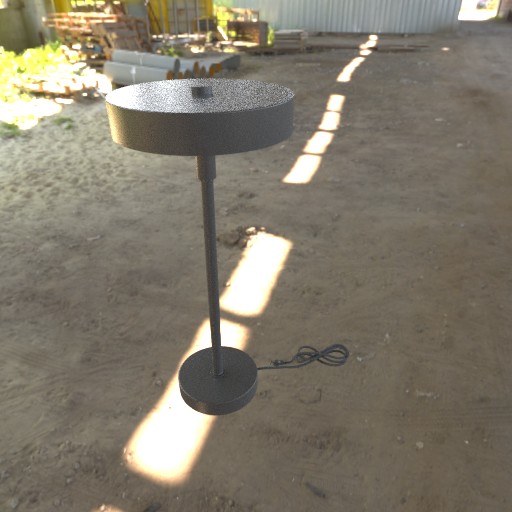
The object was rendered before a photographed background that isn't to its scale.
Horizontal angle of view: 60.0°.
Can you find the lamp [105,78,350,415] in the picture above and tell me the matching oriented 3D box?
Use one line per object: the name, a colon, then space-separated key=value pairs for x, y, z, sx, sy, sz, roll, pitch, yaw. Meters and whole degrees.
lamp: x=0.000 y=0.000 z=0.689 sx=0.369 sy=0.508 sz=0.229 roll=-9 pitch=31 yaw=-15
